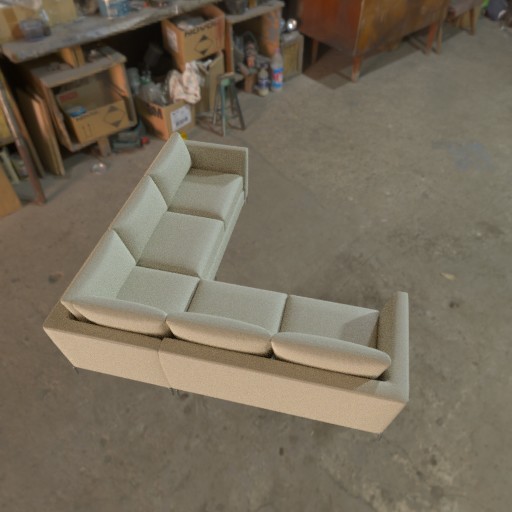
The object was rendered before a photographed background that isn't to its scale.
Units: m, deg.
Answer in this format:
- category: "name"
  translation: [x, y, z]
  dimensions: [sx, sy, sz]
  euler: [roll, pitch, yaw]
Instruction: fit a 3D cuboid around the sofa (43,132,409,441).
- category: "sofa"
  translation: [0.000, 0.000, 3.796]
  dimensions: [2.430, 0.867, 2.448]
  euler: [10, 47, 9]
